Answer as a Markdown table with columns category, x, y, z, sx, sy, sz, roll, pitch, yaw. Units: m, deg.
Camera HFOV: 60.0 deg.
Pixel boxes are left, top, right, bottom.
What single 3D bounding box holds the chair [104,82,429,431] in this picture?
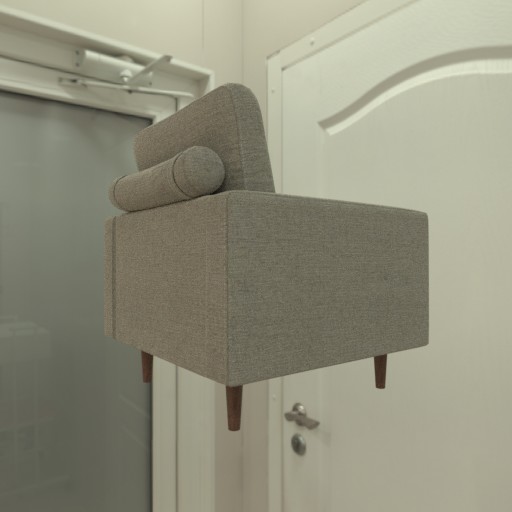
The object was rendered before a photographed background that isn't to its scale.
| category | x | y | z | sx | sy | sz | roll | pitch | yaw |
| --- | --- | --- | --- | --- | --- | --- | --- | --- | --- |
| chair | 0.000 | 0.000 | 1.505 | 0.843 | 0.880 | 0.821 | 0 | 0 | -37 |
